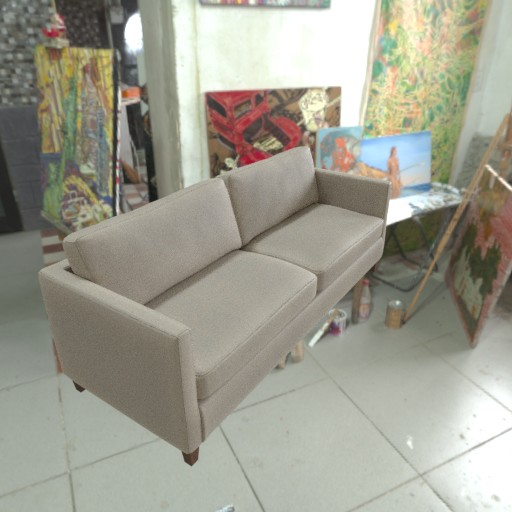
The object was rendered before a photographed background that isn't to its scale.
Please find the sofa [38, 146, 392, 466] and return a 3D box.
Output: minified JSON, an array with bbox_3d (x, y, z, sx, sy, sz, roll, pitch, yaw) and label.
[{"bbox_3d":[0.000,0.000,2.846,0.951,0.968,2.361,17,32,30],"label":"sofa"}]
